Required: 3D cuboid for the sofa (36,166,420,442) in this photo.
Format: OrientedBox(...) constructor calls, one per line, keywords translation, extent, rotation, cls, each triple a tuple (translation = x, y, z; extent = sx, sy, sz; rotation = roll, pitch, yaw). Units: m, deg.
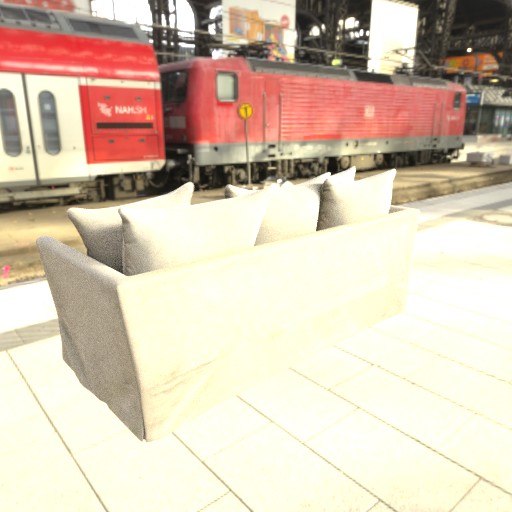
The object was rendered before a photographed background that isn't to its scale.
OrientedBox(translation=(0.000, 0.000, 2.805), extent=(2.290, 1.034, 1.031), rotation=(-15, 22, -40), cls="sofa")
